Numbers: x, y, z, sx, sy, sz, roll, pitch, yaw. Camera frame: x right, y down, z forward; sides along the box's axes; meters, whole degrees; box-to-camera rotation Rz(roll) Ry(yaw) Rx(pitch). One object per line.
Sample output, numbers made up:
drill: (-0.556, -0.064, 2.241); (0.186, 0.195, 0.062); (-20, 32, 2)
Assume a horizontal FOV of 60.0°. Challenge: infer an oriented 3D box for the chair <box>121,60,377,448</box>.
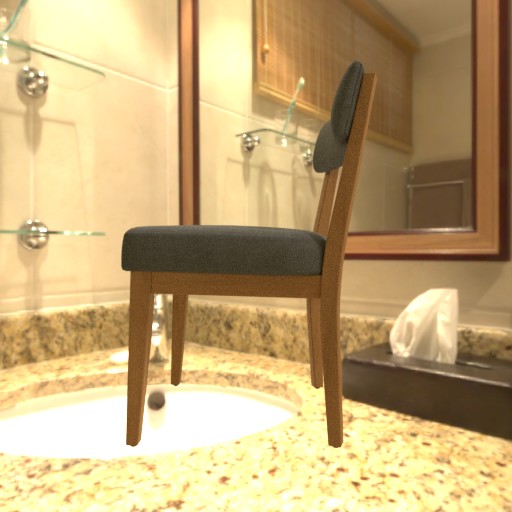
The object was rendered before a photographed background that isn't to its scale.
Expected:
chair: (0.000, 0.000, 1.175); (0.572, 0.832, 0.508); (0, 1, 2)
